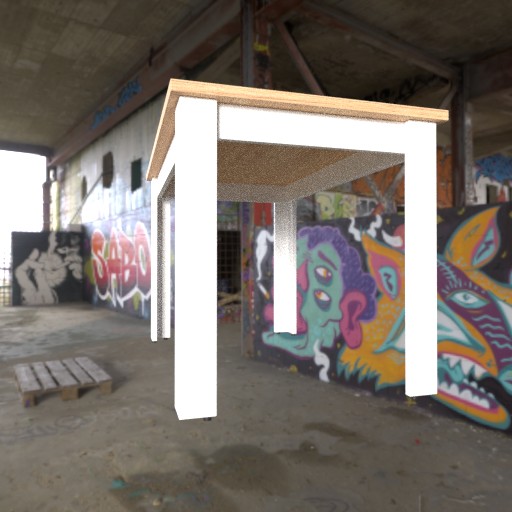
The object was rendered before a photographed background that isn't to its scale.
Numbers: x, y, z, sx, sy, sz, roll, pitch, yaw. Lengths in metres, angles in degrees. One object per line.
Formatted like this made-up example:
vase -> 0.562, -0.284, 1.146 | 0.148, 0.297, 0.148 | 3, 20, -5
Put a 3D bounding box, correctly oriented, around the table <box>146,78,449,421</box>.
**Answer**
table -> 0.000, 0.000, 1.554 | 0.700, 0.734, 1.100 | 0, -1, -16
